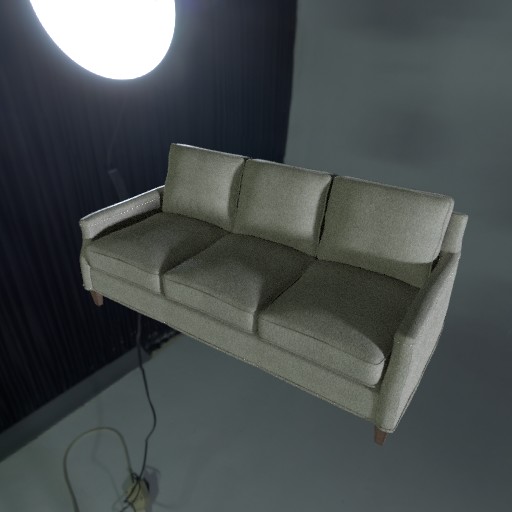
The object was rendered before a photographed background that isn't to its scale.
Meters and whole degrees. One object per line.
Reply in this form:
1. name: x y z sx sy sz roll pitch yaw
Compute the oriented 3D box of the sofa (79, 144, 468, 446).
1. sofa: 0.000 0.000 2.797 2.246 1.003 1.084 18 33 29
